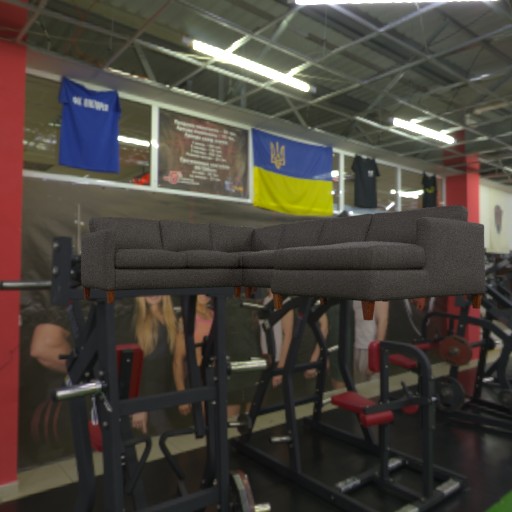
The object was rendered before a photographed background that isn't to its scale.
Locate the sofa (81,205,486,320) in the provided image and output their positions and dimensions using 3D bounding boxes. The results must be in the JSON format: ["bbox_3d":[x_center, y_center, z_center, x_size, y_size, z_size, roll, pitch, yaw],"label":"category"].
[{"bbox_3d":[0.000,0.000,4.544,2.594,0.961,3.460,1,-2,-36],"label":"sofa"}]
